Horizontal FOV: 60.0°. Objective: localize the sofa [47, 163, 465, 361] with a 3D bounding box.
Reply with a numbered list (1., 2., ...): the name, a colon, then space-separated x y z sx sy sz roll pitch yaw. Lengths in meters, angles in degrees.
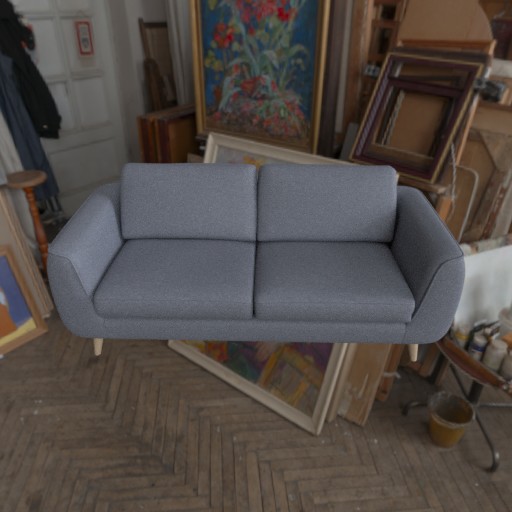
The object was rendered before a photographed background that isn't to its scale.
1. sofa: 0.000 0.000 2.543 2.000 0.870 0.920 1 30 1
